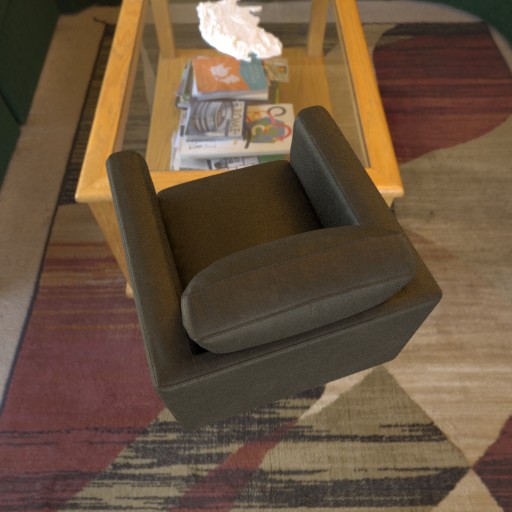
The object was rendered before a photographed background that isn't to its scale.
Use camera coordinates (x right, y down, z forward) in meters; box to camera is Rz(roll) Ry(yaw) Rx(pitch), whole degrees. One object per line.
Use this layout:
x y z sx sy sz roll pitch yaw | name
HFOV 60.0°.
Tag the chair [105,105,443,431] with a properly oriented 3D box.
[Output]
0.000 0.000 1.562 0.831 0.898 0.879 -16 60 -10 | chair
